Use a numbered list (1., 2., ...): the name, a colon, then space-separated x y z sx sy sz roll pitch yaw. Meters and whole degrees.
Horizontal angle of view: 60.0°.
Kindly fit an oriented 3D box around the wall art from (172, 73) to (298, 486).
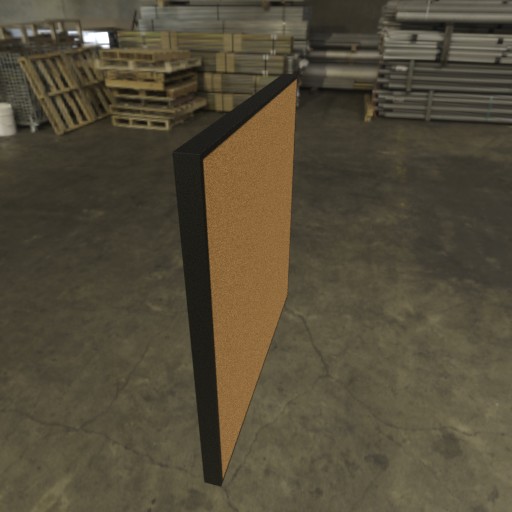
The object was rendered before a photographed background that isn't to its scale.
1. wall art: 0.000 0.000 1.133 0.042 0.766 0.769 8 31 13
